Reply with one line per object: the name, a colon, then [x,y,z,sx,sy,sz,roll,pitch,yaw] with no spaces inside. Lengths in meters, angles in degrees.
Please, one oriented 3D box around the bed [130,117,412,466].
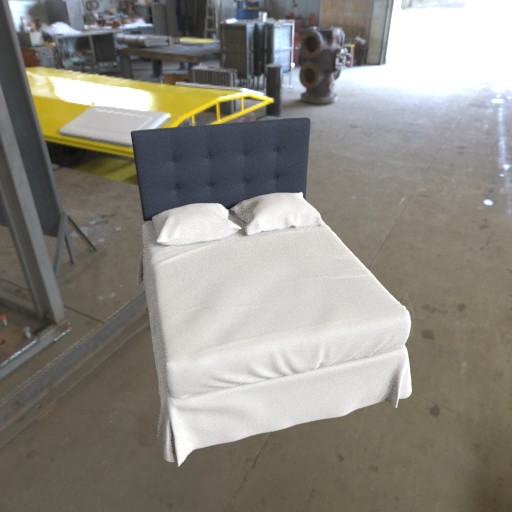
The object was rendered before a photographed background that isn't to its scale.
bed: [0.000,0.000,3.524,1.936,1.577,2.222,-9,33,-14]
